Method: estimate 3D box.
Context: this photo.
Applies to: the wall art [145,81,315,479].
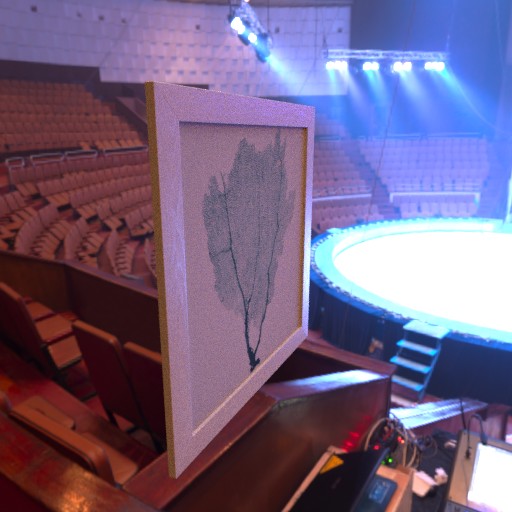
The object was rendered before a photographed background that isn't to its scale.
[{"bbox_3d":[0.000,0.000,0.859,0.015,0.577,0.572,8,17,26],"label":"wall art"}]
